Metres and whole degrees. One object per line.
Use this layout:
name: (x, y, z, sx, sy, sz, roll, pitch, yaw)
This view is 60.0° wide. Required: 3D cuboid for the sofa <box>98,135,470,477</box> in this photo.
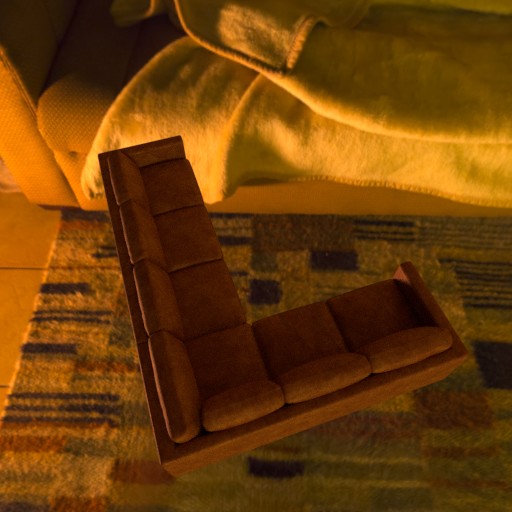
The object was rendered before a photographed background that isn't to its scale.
sofa: (0.000, 0.000, 4.249, 2.438, 0.838, 3.150, -16, 58, -10)
